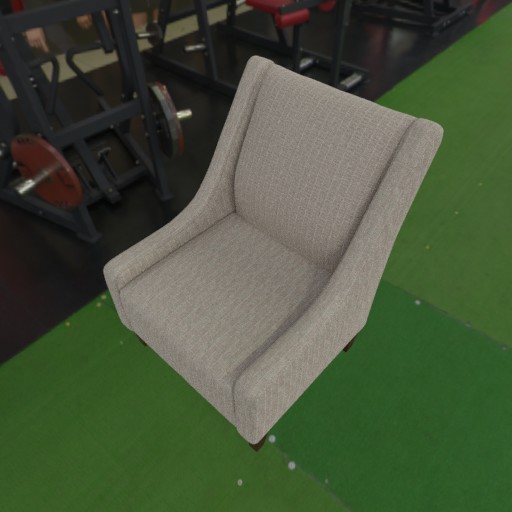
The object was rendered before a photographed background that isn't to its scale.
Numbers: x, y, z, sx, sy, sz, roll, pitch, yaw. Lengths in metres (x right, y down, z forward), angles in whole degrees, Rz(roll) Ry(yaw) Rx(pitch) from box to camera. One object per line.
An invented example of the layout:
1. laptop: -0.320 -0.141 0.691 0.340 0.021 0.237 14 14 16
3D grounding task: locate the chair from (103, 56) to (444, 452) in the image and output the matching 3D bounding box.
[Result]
1. chair: 0.000 0.000 1.617 0.774 1.014 0.870 34 55 28
